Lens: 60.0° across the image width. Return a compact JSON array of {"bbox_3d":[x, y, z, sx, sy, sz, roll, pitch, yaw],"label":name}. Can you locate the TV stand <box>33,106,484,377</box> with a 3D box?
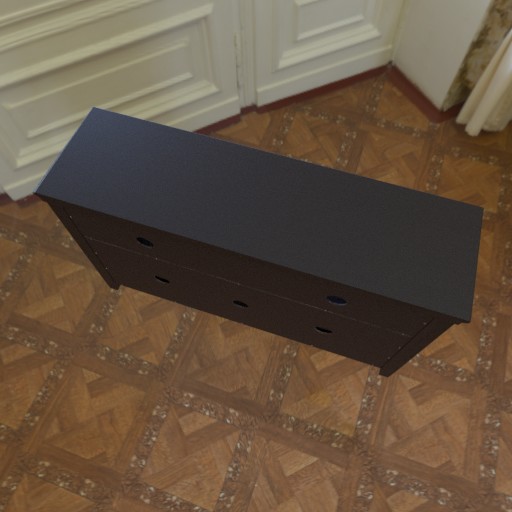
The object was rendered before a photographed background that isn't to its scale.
[{"bbox_3d":[0.000,0.000,1.522,1.198,0.681,0.347,16,64,8],"label":"TV stand"}]
